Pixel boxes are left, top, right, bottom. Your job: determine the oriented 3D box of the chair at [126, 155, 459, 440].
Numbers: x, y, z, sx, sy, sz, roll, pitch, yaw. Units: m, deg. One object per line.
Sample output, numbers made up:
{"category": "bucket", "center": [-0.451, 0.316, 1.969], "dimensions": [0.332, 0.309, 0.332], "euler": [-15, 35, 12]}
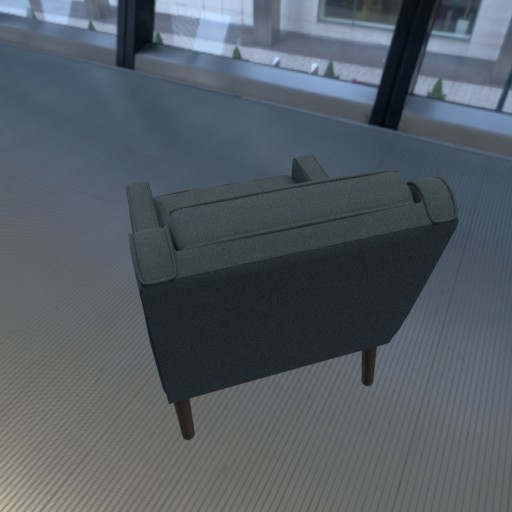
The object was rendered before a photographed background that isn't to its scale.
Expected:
{"category": "chair", "center": [0.000, 0.000, 1.296], "dimensions": [0.663, 0.780, 0.733], "euler": [-12, 43, -13]}
